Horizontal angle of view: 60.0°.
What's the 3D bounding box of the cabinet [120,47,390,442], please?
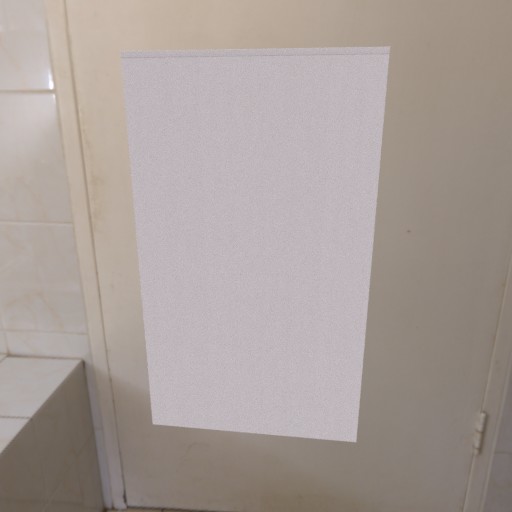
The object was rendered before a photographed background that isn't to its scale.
[{"bbox_3d":[0.000,0.000,1.537,0.750,1.280,0.250,2,18,7],"label":"cabinet"}]
